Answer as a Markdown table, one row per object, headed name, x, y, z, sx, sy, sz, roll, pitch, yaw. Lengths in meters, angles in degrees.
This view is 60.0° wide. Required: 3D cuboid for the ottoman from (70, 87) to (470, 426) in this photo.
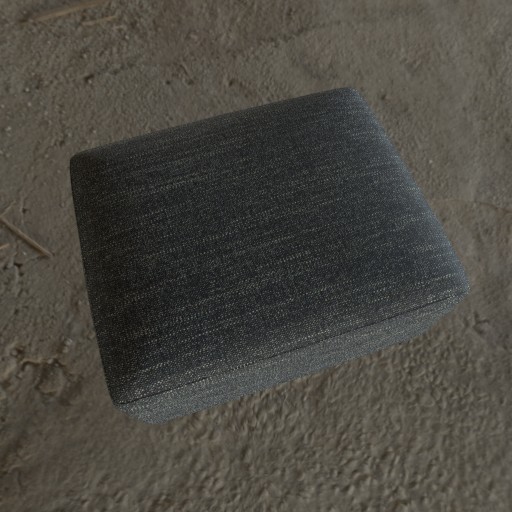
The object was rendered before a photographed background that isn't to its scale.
| name | x | y | z | sx | sy | sz | roll | pitch | yaw |
| --- | --- | --- | --- | --- | --- | --- | --- | --- | --- |
| ottoman | 0.000 | 0.000 | 1.208 | 0.814 | 0.491 | 0.667 | -16 | 65 | -8 |
